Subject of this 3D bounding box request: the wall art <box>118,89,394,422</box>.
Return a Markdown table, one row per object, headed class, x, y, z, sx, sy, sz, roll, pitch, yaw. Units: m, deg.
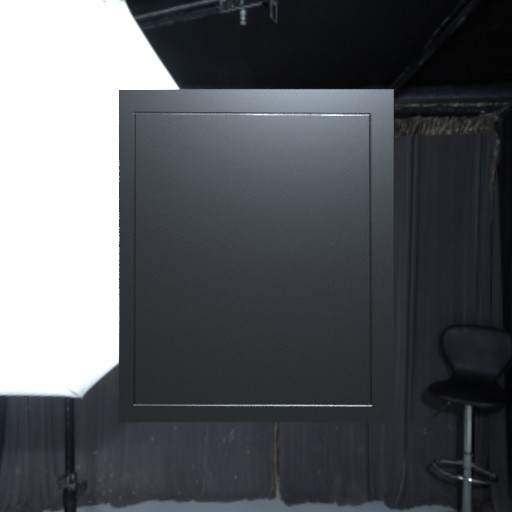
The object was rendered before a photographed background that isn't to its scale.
| class | x | y | z | sx | sy | sz | roll | pitch | yaw |
| --- | --- | --- | --- | --- | --- | --- | --- | --- | --- |
| wall art | 0.000 | 0.000 | 0.759 | 0.461 | 0.558 | 0.031 | 0 | 0 | 0 |
